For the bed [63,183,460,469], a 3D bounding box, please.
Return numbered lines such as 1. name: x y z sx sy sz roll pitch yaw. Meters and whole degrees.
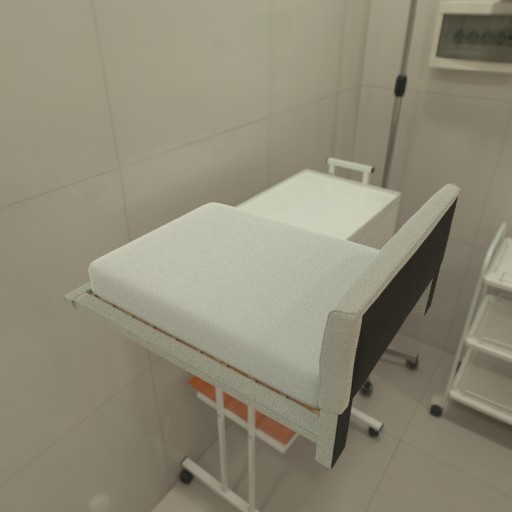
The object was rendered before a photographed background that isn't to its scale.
1. bed: 0.000 0.000 3.323 2.368 1.067 1.840 20 35 30
